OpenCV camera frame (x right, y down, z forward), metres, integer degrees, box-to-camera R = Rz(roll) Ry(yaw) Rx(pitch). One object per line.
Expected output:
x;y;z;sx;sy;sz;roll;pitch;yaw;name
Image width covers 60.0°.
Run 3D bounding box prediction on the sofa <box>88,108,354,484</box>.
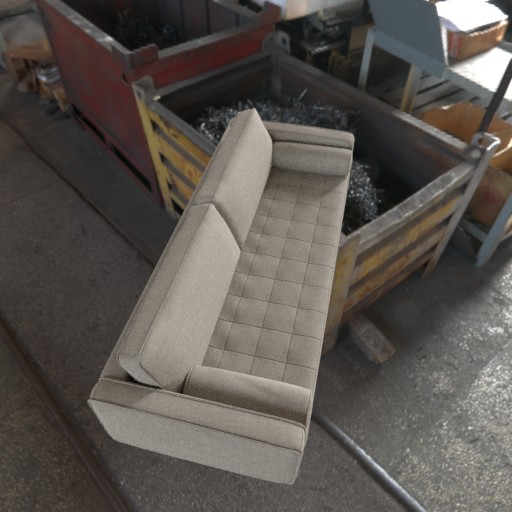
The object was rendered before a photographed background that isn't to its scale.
0.000;0.000;2.566;0.914;0.762;2.211;10;49;9;sofa
